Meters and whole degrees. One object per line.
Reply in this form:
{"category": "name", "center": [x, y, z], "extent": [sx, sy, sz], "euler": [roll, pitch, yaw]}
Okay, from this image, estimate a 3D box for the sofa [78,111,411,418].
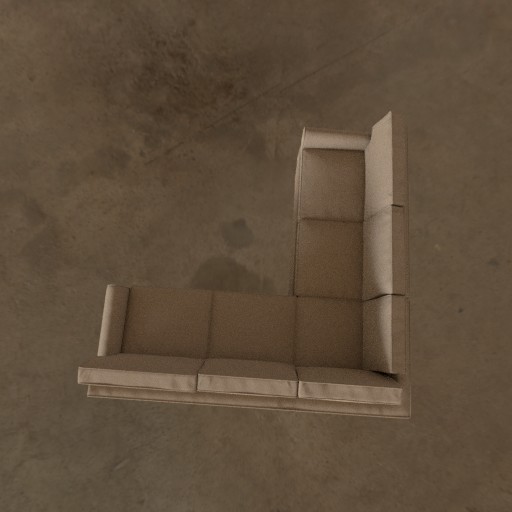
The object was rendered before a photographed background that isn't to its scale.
{"category": "sofa", "center": [0.000, 0.000, 4.257], "extent": [2.733, 1.124, 2.730], "euler": [4, 76, 1]}
